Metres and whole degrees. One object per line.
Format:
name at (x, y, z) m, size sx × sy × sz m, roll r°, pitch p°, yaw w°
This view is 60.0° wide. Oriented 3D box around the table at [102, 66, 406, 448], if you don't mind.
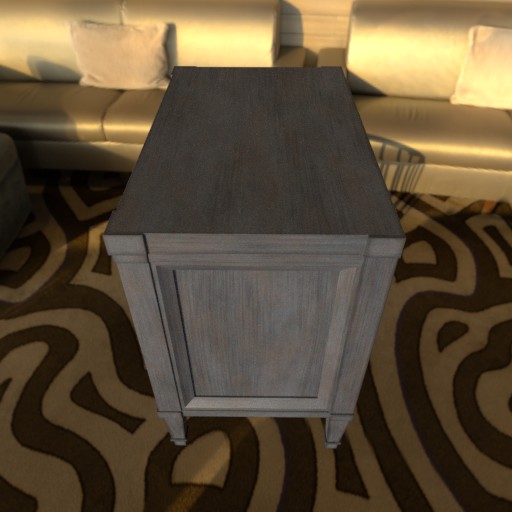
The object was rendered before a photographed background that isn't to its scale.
table at (0.000, 0.000, 1.062) m, size 0.413 × 0.660 × 0.660 m, roll 0°, pitch 42°, yaw 0°
